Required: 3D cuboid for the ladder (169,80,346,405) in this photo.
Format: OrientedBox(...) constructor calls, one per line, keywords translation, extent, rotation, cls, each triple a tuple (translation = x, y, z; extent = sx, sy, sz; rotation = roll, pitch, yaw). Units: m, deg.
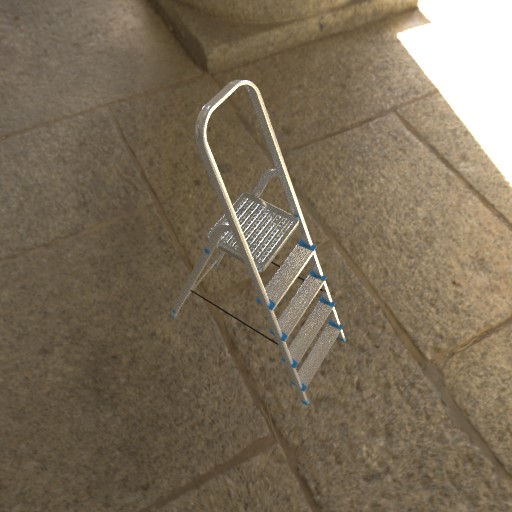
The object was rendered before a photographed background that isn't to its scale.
OrientedBox(translation=(0.000, 0.000, 2.010), extent=(0.990, 1.648, 0.468), rotation=(29, 63, 17), cls="ladder")
